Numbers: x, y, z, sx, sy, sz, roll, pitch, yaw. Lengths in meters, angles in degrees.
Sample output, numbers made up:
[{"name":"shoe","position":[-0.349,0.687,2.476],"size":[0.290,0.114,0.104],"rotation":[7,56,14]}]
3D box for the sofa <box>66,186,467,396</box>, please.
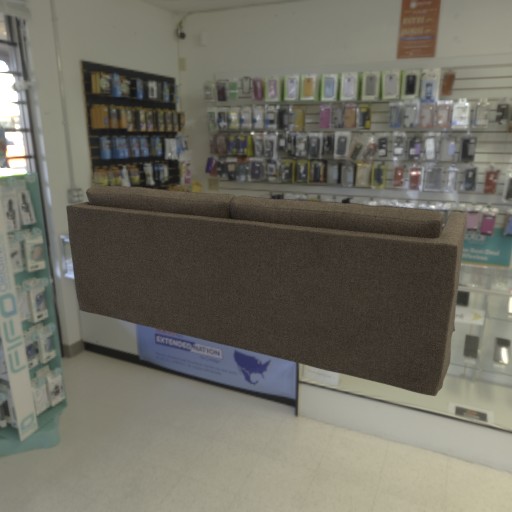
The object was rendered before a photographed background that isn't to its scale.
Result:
[{"name":"sofa","position":[0.000,0.000,3.289],"size":[2.779,0.998,1.036],"rotation":[8,17,26]}]
